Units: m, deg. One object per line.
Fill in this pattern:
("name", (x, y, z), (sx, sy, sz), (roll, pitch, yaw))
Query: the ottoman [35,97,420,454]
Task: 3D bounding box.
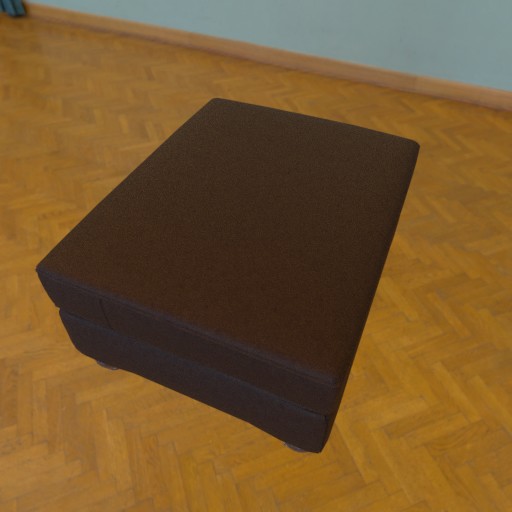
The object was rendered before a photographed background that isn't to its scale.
("ottoman", (0.000, 0.000, 1.776), (0.967, 0.730, 1.187), (18, 49, 16))
